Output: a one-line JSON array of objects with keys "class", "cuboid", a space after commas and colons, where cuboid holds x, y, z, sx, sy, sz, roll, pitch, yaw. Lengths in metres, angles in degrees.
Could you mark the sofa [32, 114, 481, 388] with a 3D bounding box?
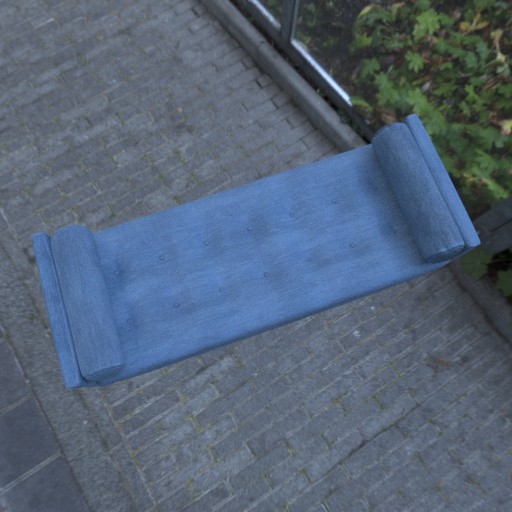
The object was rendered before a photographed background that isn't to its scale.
[{"class": "sofa", "cuboid": [0.000, 0.000, 2.451, 2.102, 0.705, 0.796, -19, 76, -5]}]
